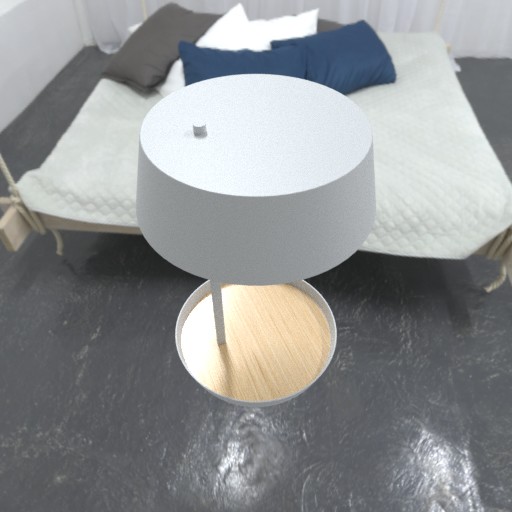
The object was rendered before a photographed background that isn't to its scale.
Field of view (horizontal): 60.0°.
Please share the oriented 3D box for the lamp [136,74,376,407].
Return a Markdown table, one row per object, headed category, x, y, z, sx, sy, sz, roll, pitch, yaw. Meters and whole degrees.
| category | x | y | z | sx | sy | sz | roll | pitch | yaw |
| --- | --- | --- | --- | --- | --- | --- | --- | --- | --- |
| lamp | 0.000 | 0.000 | 0.625 | 0.291 | 0.429 | 0.291 | 0 | 46 | 0 |
